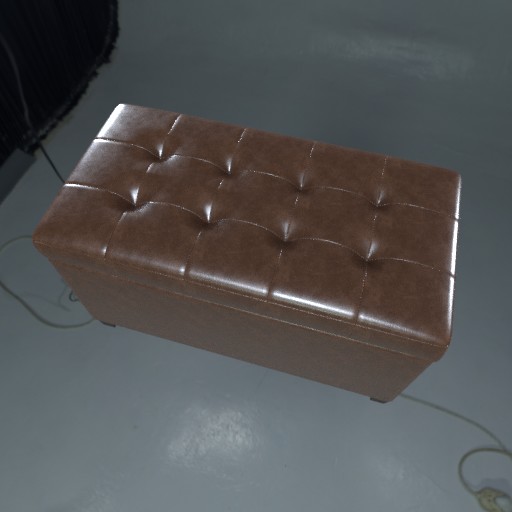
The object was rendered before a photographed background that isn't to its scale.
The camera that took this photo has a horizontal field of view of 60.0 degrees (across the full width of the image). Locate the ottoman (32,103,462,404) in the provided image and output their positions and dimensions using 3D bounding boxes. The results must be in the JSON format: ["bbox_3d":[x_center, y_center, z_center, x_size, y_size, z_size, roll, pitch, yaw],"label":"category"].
[{"bbox_3d":[0.000,0.000,1.111,0.838,0.470,0.432,14,59,8],"label":"ottoman"}]
